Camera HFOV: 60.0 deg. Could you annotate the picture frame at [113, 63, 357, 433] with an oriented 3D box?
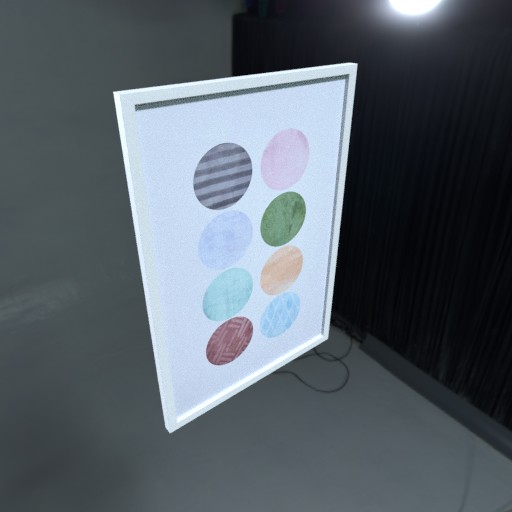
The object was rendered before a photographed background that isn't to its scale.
[{"bbox_3d":[0.000,0.000,0.570,0.305,0.434,0.013,-22,37,-32],"label":"picture frame"}]
